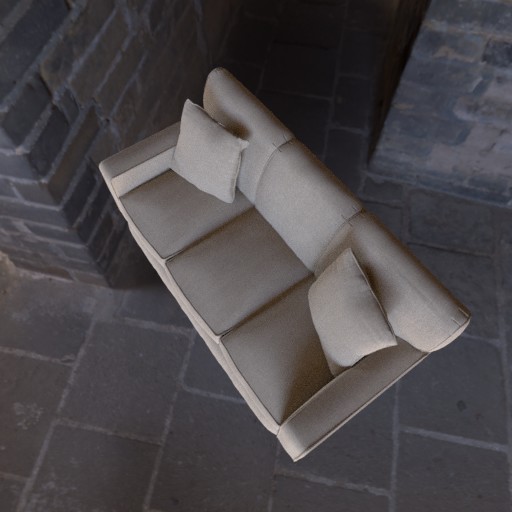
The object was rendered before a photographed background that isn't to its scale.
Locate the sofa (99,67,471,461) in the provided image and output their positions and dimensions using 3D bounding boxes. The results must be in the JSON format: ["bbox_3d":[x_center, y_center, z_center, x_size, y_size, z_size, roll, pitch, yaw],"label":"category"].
[{"bbox_3d":[0.000,0.000,2.579,0.997,0.958,2.024,-33,67,-16],"label":"sofa"}]
